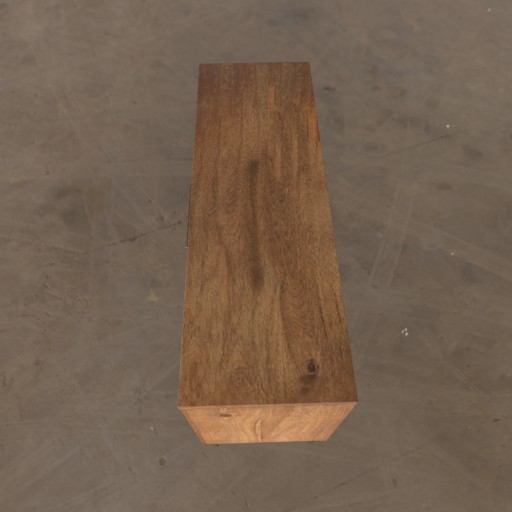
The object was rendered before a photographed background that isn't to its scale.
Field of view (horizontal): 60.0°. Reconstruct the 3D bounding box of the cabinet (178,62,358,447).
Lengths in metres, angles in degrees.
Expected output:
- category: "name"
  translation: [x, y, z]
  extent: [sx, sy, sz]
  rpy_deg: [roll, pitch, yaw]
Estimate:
- category: "cabinet"
  translation: [0.000, 0.000, 1.819]
  extent: [0.480, 0.812, 1.373]
  rpy_deg: [-1, 59, -1]
